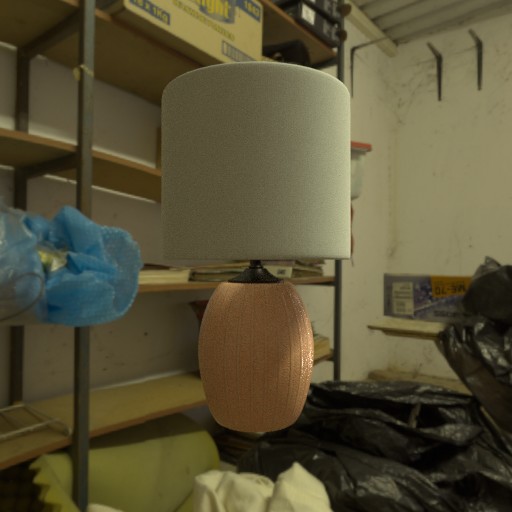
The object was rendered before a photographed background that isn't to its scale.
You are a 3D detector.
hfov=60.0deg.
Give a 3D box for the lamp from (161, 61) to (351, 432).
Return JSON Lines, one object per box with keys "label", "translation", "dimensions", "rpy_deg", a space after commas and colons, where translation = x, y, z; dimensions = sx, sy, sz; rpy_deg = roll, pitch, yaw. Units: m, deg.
{"label": "lamp", "translation": [0.000, 0.000, 0.788], "dimensions": [0.329, 0.570, 0.329], "rpy_deg": [0, 0, 0]}
